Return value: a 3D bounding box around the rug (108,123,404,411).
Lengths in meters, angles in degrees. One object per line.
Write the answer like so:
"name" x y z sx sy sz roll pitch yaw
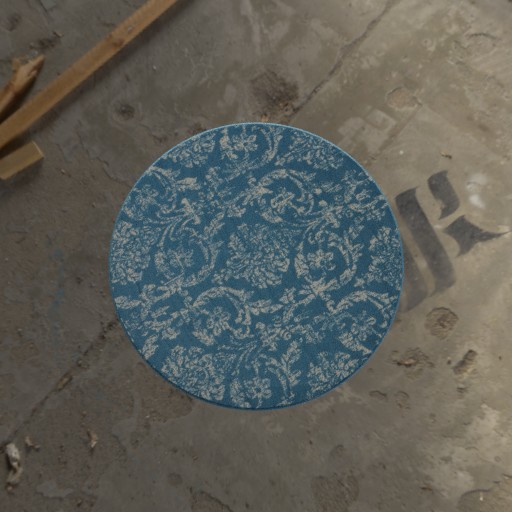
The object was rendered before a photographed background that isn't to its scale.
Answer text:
"rug" 0.000 0.000 2.399 1.593 0.012 1.593 0 77 0
